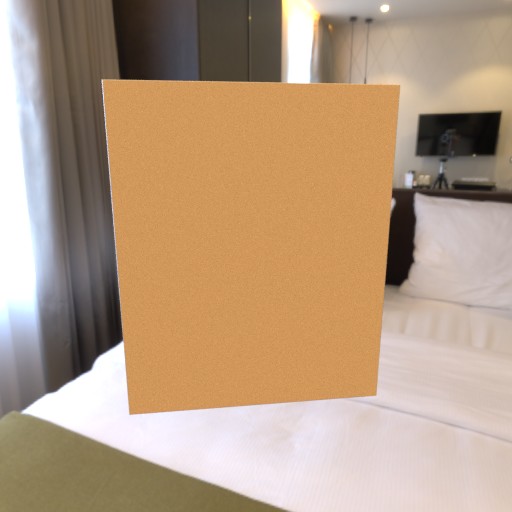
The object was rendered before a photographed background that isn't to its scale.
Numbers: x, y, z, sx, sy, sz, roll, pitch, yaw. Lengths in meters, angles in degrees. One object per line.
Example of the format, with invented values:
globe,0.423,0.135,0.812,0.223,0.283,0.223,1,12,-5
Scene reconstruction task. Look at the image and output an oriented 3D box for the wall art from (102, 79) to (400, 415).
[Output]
wall art,0.000,0.000,0.753,0.452,0.549,0.038,-2,15,-7
